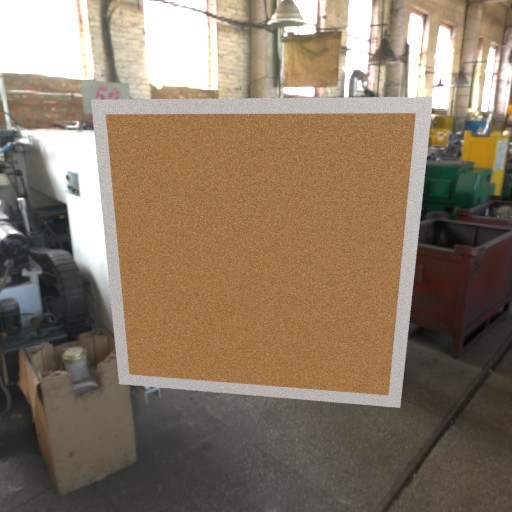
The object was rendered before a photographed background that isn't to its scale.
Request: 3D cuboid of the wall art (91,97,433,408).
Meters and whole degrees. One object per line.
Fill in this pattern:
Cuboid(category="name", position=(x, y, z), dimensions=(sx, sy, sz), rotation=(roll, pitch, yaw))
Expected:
Cuboid(category="wall art", position=(0.000, 0.000, 0.452), dimensions=(0.305, 0.302, 0.038), rotation=(2, 17, 8))
